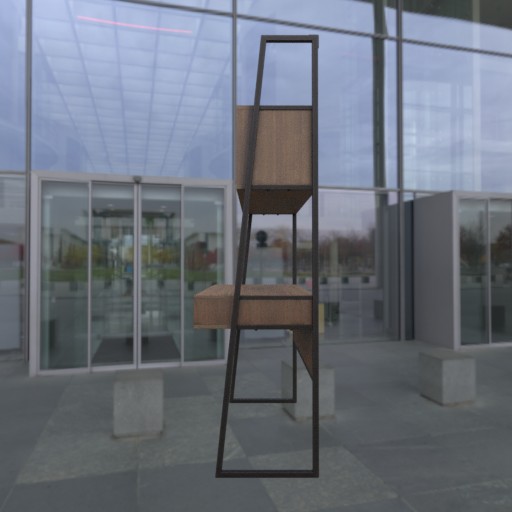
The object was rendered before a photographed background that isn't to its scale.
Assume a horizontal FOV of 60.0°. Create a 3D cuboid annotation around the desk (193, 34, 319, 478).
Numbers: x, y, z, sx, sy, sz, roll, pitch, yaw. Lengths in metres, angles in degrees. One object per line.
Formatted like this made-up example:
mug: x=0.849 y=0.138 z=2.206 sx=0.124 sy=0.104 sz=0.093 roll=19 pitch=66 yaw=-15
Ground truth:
desk: x=0.000 y=0.000 z=2.294 sx=0.515 sy=1.809 sz=0.982 roll=0 pitch=-1 yaw=0
